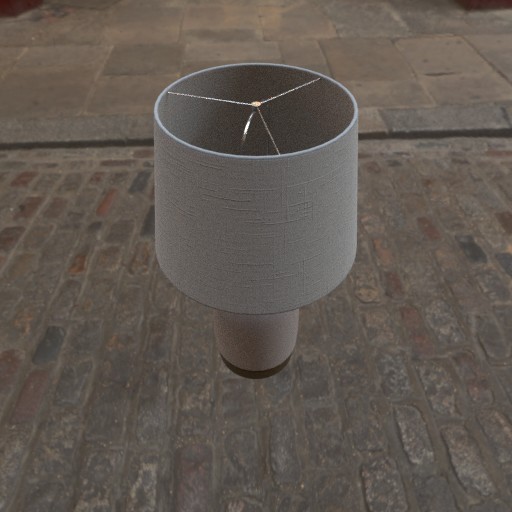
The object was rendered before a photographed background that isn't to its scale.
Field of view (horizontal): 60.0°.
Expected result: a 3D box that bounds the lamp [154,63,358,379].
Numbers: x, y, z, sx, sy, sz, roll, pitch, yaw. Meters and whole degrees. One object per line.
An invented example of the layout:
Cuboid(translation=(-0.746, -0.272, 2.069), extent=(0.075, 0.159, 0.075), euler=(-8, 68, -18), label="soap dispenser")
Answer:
Cuboid(translation=(0.000, 0.000, 0.666), extent=(0.285, 0.483, 0.285), euler=(0, 45, 0), label="lamp")
